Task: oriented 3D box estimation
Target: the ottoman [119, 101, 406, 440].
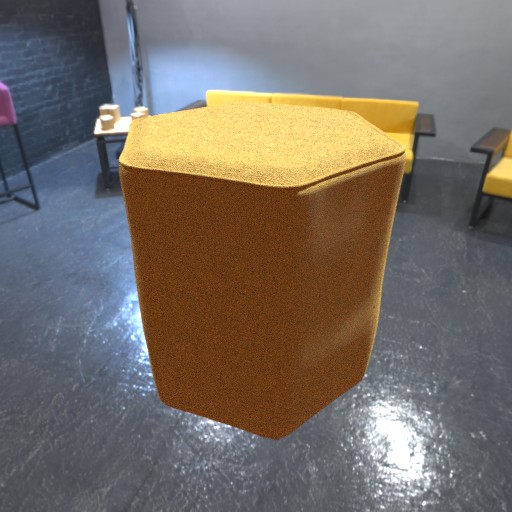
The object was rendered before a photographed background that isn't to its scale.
[{"bbox_3d":[0.000,0.000,0.867,0.494,0.502,0.443,11,33,18],"label":"ottoman"}]
